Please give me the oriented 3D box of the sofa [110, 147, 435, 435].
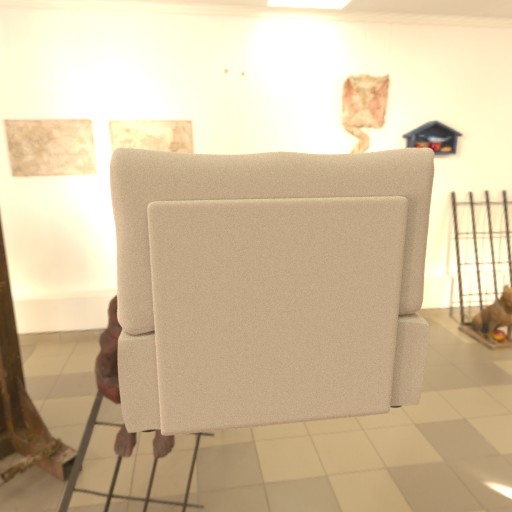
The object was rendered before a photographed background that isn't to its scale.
[{"bbox_3d":[0.000,0.000,1.713,0.935,0.828,1.000,-2,15,-9],"label":"sofa"}]
